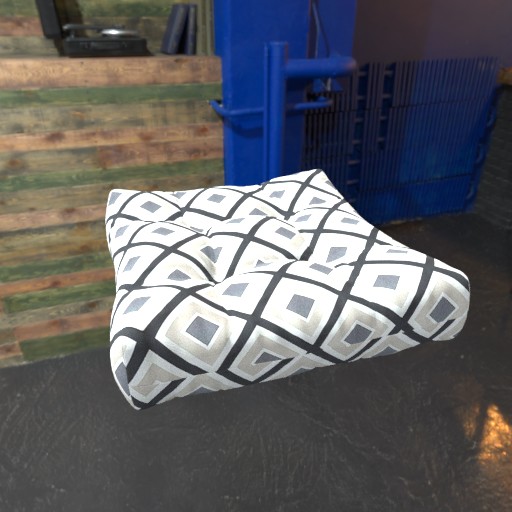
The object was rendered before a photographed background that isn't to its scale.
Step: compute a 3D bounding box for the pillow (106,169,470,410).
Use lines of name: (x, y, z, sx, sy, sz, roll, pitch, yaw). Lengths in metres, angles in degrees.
pillow: (0.000, 0.000, 0.730, 0.468, 0.128, 0.490, -9, 30, -15)
